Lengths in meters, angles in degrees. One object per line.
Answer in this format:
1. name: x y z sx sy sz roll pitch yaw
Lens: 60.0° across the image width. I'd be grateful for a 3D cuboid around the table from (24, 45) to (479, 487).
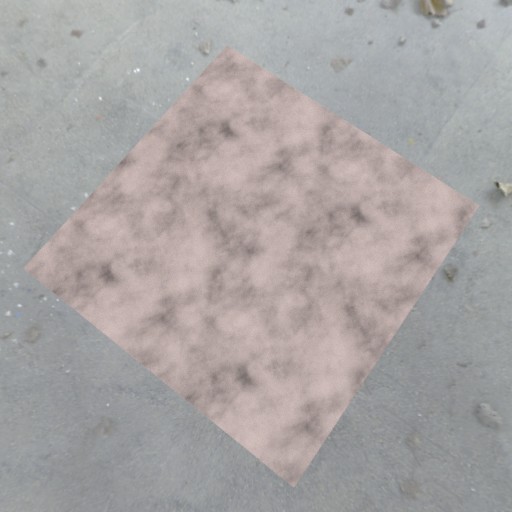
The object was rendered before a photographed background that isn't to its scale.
1. table: 0.000 0.000 1.058 0.670 0.305 0.670 36 78 9
